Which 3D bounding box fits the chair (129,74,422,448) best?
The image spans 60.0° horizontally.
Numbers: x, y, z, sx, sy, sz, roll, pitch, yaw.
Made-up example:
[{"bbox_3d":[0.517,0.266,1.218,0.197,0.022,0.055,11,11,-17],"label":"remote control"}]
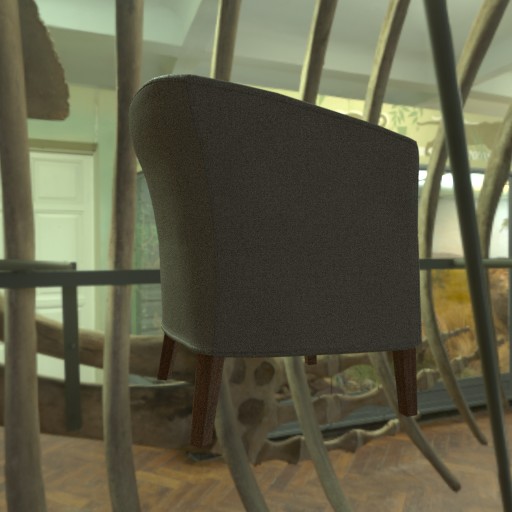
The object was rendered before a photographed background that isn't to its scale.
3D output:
[{"bbox_3d":[0.000,0.000,1.219,0.668,0.771,0.600,0,1,-20],"label":"chair"}]
